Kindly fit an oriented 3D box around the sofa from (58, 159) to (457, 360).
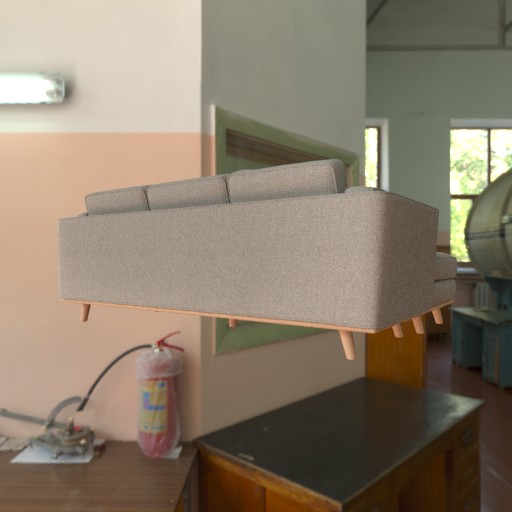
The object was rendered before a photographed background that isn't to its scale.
[{"bbox_3d":[0.000,0.000,3.115,2.411,0.929,1.604,0,0,35],"label":"sofa"}]
